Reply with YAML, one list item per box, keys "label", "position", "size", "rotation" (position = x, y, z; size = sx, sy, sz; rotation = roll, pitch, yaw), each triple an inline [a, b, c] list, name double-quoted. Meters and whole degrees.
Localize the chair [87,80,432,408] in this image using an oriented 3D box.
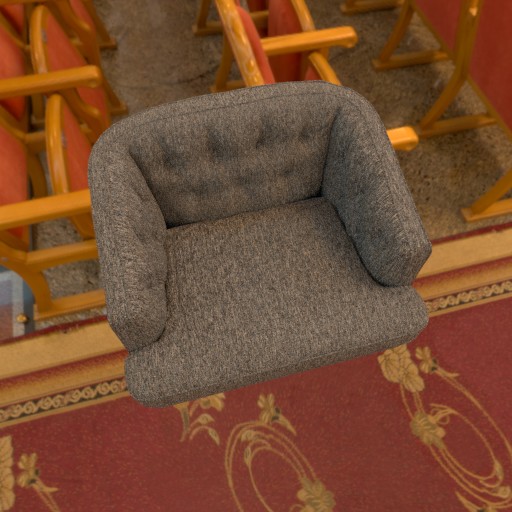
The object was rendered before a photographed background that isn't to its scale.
- label: "chair"
  position: [0.000, 0.000, 1.758]
  size: [1.104, 0.852, 0.941]
  rotation: [-13, 62, -7]
